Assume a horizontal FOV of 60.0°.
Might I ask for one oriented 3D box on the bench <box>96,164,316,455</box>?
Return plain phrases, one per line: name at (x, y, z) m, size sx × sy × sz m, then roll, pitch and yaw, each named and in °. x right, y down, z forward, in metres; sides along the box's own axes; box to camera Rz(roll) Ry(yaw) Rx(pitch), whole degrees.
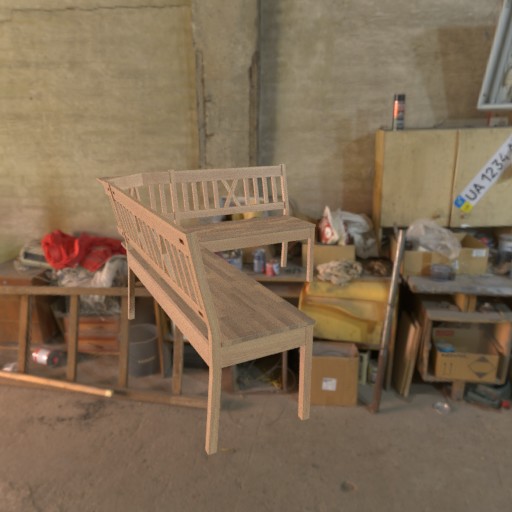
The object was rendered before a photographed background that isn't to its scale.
bench at (0.000, 0.000, 2.742) m, size 1.537 × 0.902 × 1.937 m, roll -9°, pitch 19°, yaw -26°
